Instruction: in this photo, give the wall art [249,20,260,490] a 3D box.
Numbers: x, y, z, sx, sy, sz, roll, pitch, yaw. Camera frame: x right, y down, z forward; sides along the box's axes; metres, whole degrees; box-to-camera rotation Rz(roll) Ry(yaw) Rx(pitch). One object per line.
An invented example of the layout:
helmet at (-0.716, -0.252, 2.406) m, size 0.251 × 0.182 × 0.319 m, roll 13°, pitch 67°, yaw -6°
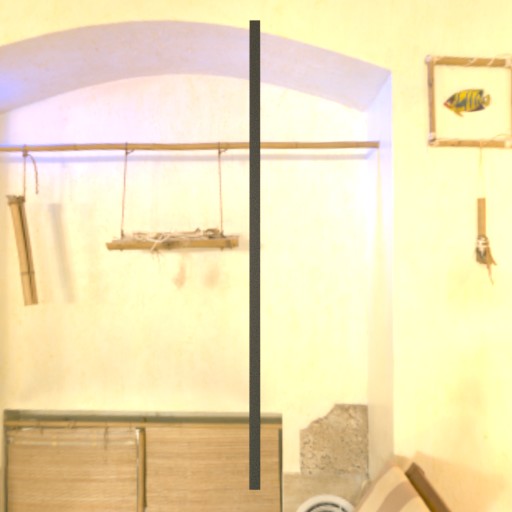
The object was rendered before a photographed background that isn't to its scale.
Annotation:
wall art at (0.000, 0.000, 0.693) m, size 0.013 × 0.534 × 0.381 m, roll 0°, pitch -1°, yaw 0°
